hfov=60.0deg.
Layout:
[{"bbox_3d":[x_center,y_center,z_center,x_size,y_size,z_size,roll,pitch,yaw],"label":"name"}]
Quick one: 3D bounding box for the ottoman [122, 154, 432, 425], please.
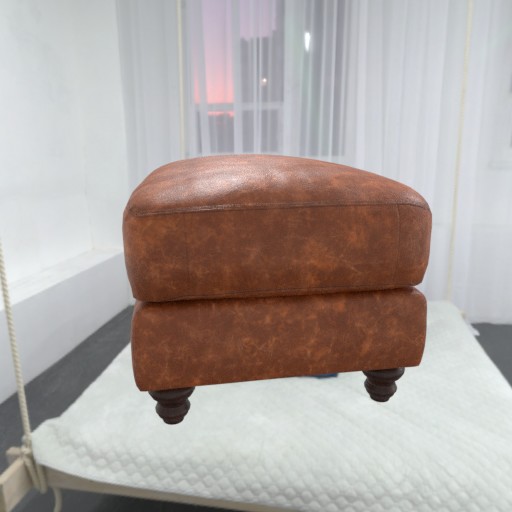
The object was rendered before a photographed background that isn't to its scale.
[{"bbox_3d":[0.000,0.000,1.259,0.657,0.562,0.832,-3,15,-10],"label":"ottoman"}]
